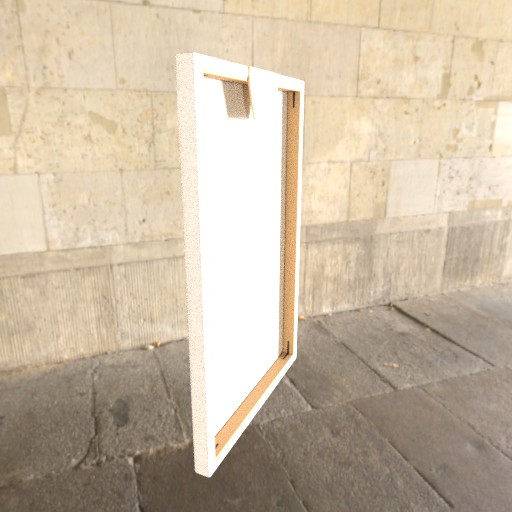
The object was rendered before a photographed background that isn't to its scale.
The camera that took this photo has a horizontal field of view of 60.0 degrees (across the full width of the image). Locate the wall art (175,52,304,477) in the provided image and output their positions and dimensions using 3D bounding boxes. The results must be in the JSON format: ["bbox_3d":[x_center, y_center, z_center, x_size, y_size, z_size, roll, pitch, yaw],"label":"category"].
[{"bbox_3d":[0.000,0.000,1.162,0.048,0.902,0.602,7,18,23],"label":"wall art"}]
